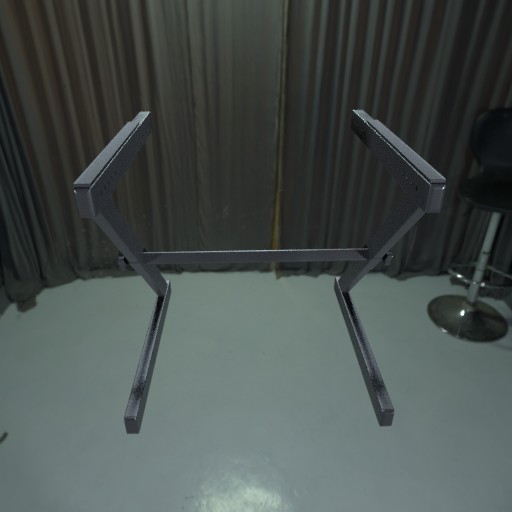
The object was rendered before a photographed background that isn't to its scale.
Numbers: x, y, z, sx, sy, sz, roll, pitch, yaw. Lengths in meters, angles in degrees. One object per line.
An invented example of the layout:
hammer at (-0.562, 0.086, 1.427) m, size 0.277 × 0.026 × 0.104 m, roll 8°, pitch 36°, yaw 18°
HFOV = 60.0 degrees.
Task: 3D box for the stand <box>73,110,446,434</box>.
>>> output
stand at (0.000, 0.000, 1.138) m, size 0.700 × 0.617 × 0.586 m, roll -1°, pitch 30°, yaw -2°
